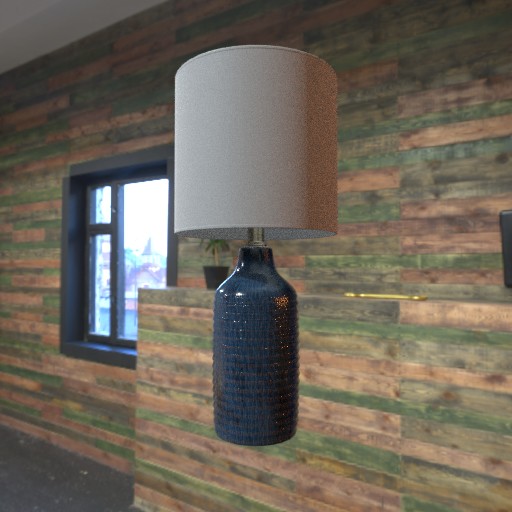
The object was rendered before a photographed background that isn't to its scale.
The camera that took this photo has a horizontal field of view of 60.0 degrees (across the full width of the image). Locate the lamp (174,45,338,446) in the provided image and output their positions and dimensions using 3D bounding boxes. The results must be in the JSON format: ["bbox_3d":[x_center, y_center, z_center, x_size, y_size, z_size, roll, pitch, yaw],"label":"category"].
[{"bbox_3d":[0.000,0.000,0.608,0.220,0.475,0.220,-1,-2,35],"label":"lamp"}]
